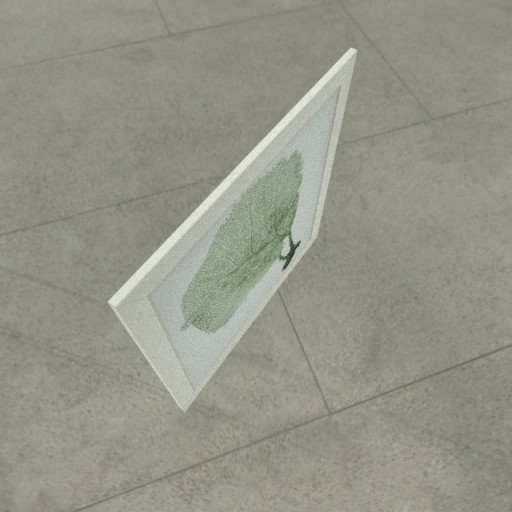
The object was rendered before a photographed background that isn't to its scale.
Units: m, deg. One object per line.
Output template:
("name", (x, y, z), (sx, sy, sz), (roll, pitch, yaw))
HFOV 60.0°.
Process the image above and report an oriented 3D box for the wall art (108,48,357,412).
("wall art", (0.000, 0.000, 0.891), (0.013, 0.584, 0.584), (31, 64, 17))
